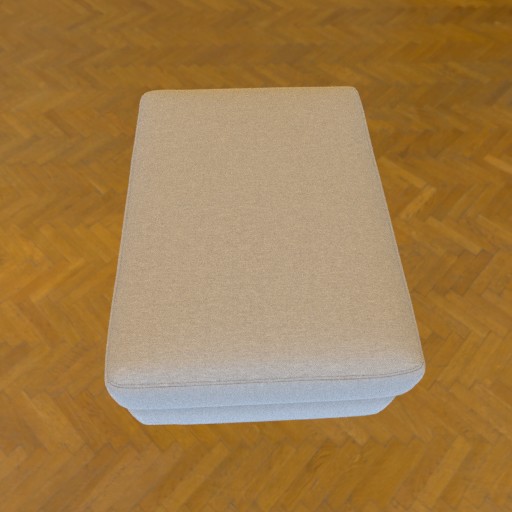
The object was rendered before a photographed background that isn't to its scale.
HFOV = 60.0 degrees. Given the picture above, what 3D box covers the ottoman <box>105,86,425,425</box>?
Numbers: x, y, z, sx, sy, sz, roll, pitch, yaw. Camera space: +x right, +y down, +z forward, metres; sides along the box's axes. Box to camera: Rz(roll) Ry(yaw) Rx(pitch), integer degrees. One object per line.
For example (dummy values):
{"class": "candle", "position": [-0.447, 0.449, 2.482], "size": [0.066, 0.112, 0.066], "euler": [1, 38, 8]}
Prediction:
{"class": "ottoman", "position": [0.000, 0.000, 1.102], "size": [0.574, 0.497, 0.773], "euler": [-2, 59, -1]}
